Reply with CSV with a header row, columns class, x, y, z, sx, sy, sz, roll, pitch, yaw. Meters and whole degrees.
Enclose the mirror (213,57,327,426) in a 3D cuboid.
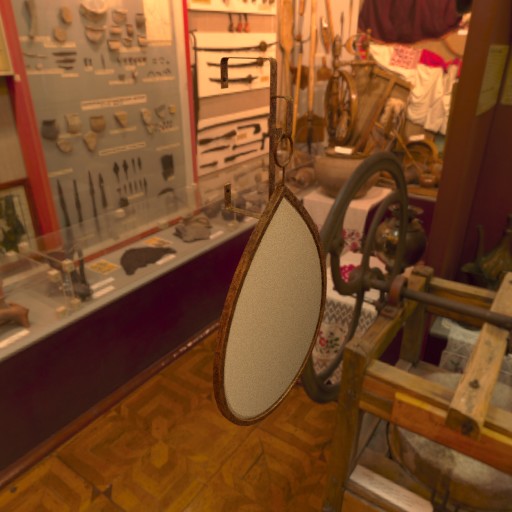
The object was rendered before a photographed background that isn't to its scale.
class,x,y,z,sx,sy,sz,roll,pitch,yaw
mirror,0.000,0.000,0.912,0.144,0.744,0.405,18,31,32
